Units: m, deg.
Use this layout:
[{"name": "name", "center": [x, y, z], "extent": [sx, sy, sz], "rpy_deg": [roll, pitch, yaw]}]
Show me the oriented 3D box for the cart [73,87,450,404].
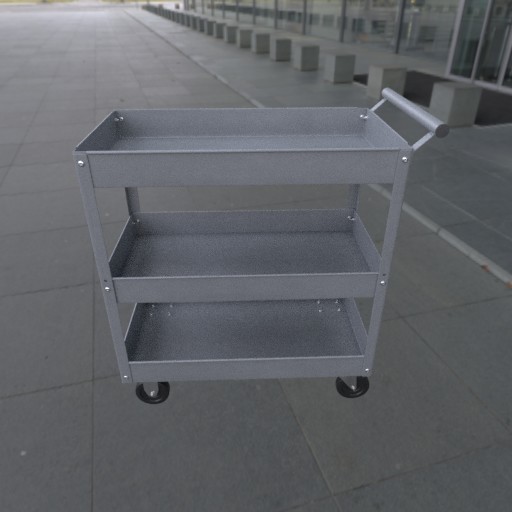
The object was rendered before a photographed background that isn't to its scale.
[{"name": "cart", "center": [0.000, 0.000, 1.177], "extent": [0.719, 0.780, 0.366], "rpy_deg": [-1, 31, -2]}]
